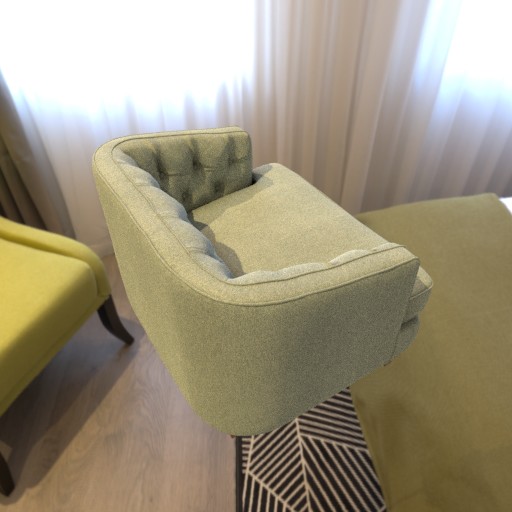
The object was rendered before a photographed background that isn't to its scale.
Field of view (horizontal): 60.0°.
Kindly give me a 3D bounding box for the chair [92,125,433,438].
[{"bbox_3d":[0.000,0.000,1.763,0.945,0.852,1.094,-24,47,-24],"label":"chair"}]
